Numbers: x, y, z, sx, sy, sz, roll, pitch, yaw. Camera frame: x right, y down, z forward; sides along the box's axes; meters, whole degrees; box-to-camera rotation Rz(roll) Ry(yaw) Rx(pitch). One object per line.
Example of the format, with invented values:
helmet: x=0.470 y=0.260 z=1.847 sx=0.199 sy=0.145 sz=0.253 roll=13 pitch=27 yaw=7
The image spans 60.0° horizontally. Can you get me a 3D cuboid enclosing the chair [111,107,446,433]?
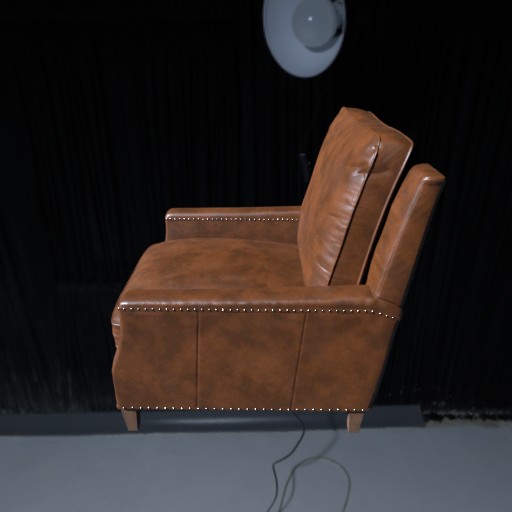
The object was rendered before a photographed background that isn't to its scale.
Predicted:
chair: x=0.000 y=0.000 z=1.758 sx=1.035 sy=1.054 sz=0.854 roll=0 pitch=26 yaw=1
